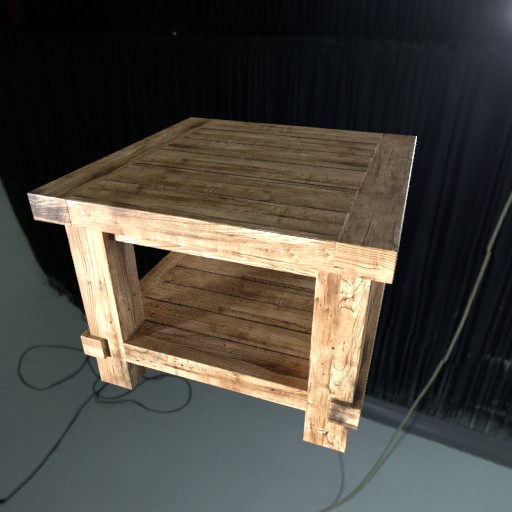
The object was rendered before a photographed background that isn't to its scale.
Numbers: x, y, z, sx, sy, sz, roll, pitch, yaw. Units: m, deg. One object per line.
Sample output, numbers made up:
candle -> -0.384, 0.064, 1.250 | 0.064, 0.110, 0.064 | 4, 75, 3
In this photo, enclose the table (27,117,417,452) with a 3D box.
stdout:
table -> 0.000, 0.000, 1.027 | 0.610, 0.457, 0.610 | 10, 31, 17
